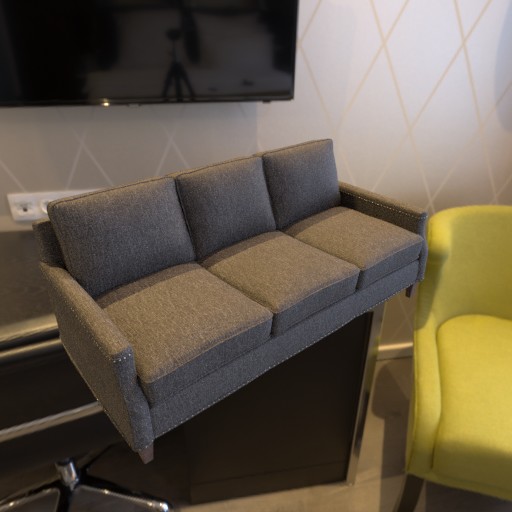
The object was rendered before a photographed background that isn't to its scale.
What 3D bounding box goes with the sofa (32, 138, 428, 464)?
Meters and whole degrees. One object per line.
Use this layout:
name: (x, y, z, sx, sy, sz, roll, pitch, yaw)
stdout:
sofa: (0.000, 0.000, 2.711, 2.246, 1.003, 1.084, -22, 36, -34)
